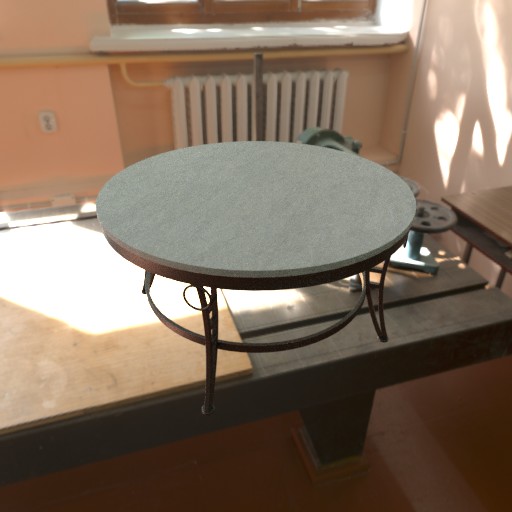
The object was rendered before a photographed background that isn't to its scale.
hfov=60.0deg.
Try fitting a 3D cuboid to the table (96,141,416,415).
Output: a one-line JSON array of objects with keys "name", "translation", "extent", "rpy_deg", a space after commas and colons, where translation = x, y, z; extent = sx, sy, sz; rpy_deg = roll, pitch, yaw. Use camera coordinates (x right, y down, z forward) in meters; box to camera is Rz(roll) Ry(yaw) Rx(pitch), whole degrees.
[{"name": "table", "translation": [0.000, 0.000, 1.407], "extent": [0.889, 0.470, 0.889], "rpy_deg": [0, 31, 0]}]
